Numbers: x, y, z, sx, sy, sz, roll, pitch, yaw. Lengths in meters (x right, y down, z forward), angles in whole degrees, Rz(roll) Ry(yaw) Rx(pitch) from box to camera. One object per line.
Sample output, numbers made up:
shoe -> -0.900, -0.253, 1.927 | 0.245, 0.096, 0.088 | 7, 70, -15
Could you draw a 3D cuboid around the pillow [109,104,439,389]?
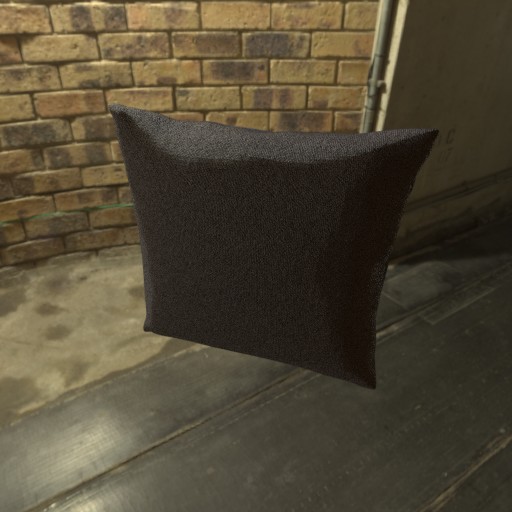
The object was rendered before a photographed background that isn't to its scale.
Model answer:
pillow -> 0.000, 0.000, 0.692 | 0.452, 0.439, 0.204 | 10, 33, 16
